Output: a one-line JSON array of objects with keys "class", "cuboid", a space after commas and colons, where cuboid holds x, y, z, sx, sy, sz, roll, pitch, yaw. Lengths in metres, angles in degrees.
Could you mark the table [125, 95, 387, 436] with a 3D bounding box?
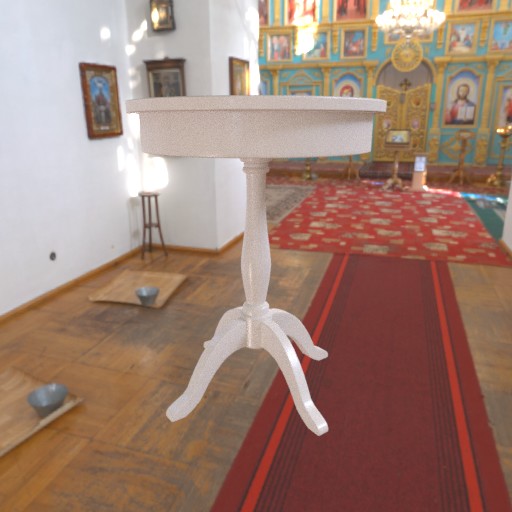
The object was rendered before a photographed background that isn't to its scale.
[{"class": "table", "cuboid": [0.000, 0.000, 0.996, 0.513, 0.653, 0.513, 0, 17, 0]}]
